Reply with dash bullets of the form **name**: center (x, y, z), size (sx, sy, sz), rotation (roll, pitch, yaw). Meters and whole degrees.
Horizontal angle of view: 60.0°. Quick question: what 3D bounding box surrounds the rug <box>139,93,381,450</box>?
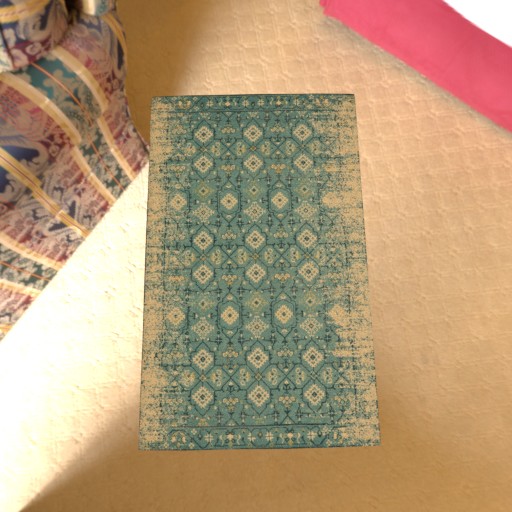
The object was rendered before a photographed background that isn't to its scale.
- **rug**: center (0.000, 0.000, 2.204), size (1.102, 0.008, 1.795), rotation (-1, 77, 0)
